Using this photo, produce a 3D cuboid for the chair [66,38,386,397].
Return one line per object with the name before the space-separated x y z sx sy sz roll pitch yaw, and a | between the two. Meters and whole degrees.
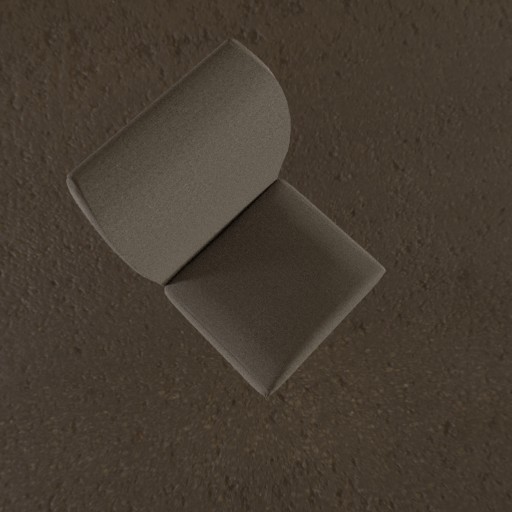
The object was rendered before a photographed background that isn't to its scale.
chair | 0.000 0.000 1.196 0.592 0.804 0.513 42 80 10
